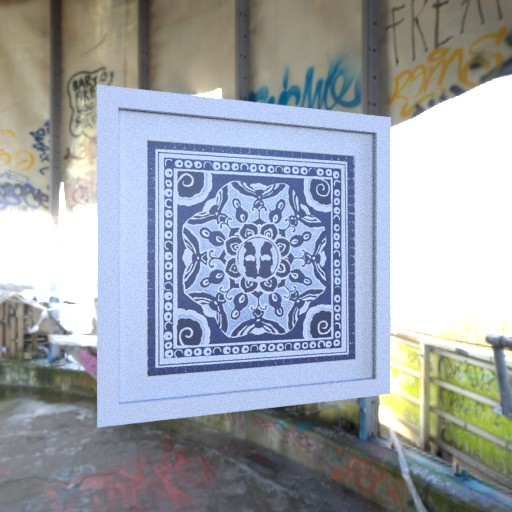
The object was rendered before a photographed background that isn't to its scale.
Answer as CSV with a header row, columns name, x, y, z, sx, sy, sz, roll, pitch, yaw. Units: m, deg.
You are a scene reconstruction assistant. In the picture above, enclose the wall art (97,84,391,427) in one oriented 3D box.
name,x,y,z,sx,sy,sz,roll,pitch,yaw
wall art,0.000,0.000,0.526,0.355,0.355,0.027,0,0,-18
